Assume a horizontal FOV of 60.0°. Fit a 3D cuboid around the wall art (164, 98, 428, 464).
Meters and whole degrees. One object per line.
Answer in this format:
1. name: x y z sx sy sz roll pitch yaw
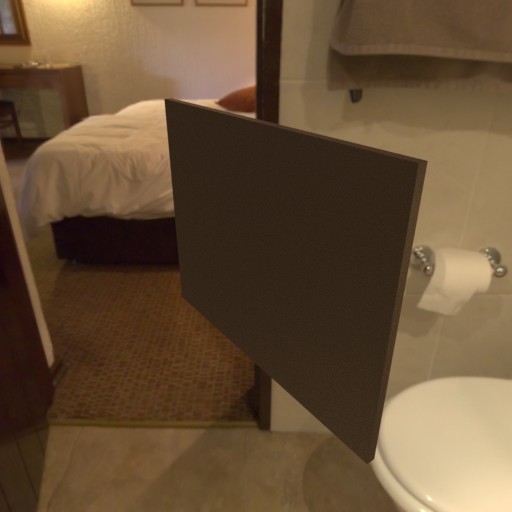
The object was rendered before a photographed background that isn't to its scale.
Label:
1. wall art: 0.000 0.000 1.602 0.034 0.952 1.207 -19 33 -32
